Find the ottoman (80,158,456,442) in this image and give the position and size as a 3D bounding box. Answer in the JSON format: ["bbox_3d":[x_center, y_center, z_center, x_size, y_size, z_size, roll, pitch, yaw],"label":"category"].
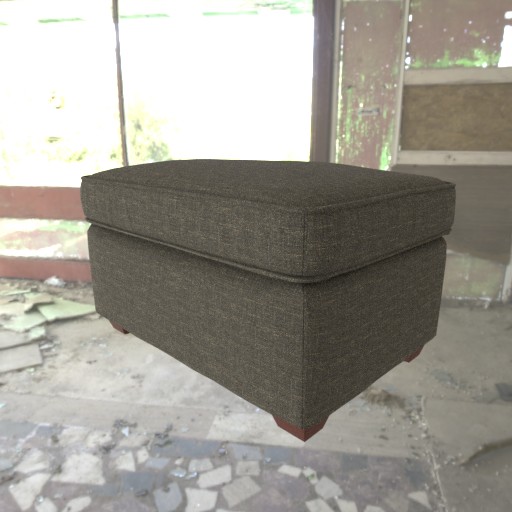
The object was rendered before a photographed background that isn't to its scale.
[{"bbox_3d":[0.000,0.000,1.071,0.749,0.450,0.549,15,21,42],"label":"ottoman"}]
